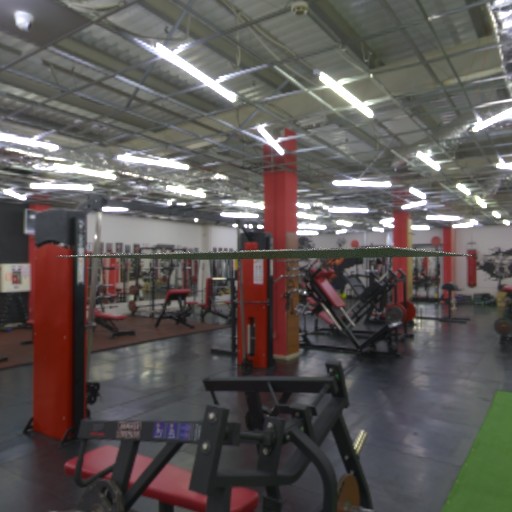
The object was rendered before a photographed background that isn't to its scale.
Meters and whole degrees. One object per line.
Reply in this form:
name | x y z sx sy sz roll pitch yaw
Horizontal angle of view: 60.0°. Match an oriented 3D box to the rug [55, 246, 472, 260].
rug | 0.000 0.000 2.063 1.652 0.006 1.035 -1 -2 37
